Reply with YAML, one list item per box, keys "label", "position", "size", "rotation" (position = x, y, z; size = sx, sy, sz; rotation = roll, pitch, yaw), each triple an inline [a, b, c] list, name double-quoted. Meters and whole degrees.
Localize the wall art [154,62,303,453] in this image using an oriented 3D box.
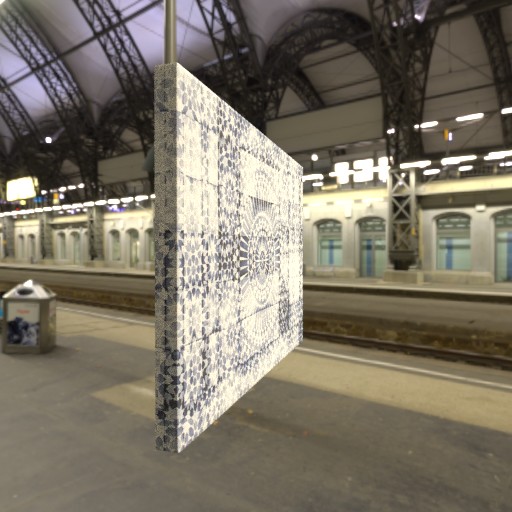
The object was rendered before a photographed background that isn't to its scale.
- label: "wall art"
  position: [0.000, 0.000, 0.750]
  size: [0.030, 0.406, 0.608]
  rotation: [0, 1, 18]
